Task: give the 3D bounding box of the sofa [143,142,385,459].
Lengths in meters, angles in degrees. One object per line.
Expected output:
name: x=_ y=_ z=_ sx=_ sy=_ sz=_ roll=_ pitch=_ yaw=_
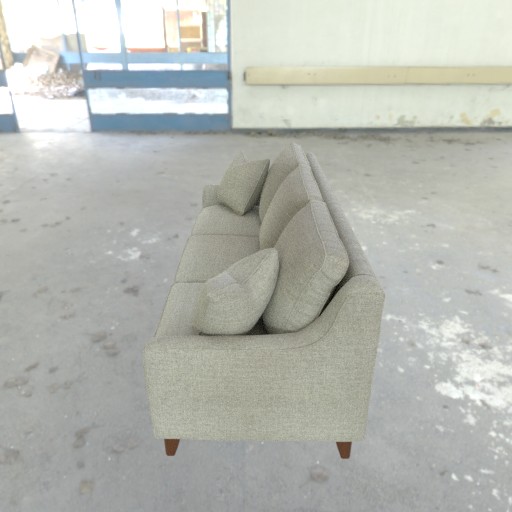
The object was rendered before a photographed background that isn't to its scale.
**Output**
sofa: x=0.000 y=0.000 z=2.497 sx=0.865 sy=0.914 sz=2.031 roll=0 pitch=26 yaw=0
